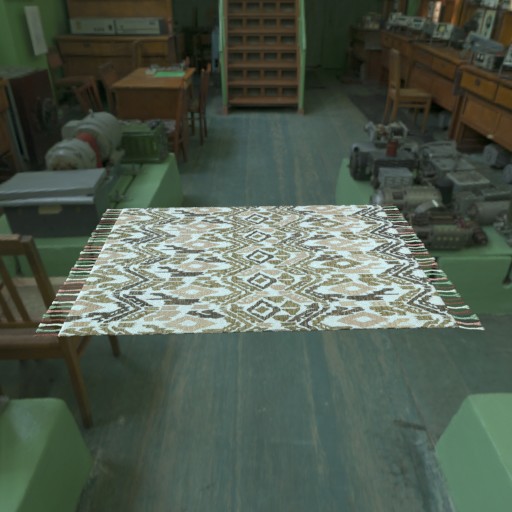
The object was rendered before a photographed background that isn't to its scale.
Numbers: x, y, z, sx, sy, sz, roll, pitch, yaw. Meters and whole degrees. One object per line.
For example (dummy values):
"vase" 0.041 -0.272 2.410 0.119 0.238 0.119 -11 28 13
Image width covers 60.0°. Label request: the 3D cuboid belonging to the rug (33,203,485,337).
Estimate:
"rug" 0.000 0.000 2.284 1.829 0.008 1.219 -1 31 -2
